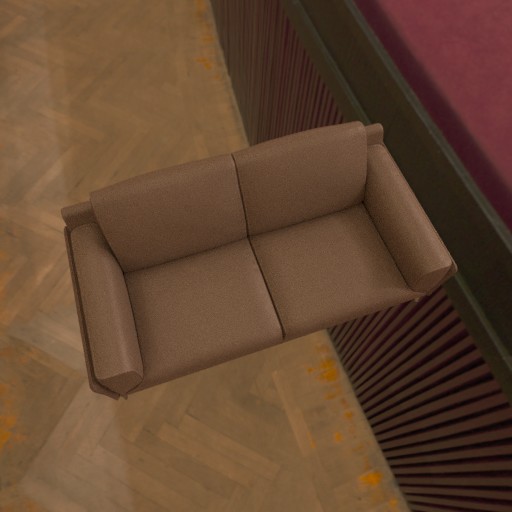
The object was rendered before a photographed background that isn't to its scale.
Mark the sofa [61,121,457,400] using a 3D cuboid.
[{"bbox_3d":[0.000,0.000,2.683,2.101,0.930,1.049,-17,65,-8],"label":"sofa"}]
